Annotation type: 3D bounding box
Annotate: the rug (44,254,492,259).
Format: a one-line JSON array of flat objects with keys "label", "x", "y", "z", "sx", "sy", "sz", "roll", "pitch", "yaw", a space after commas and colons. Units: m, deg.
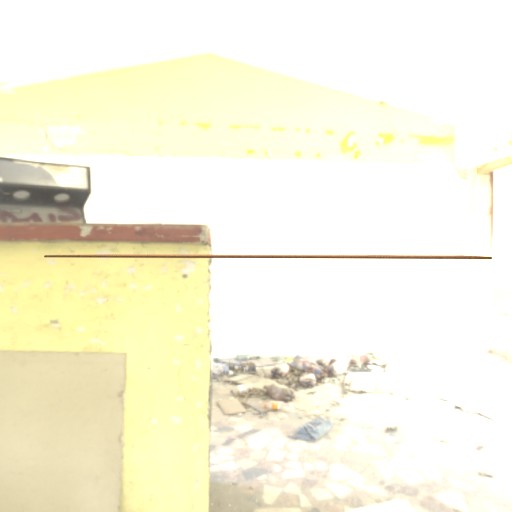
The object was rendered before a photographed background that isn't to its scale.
[{"label": "rug", "x": 0.000, "y": 0.000, "z": 2.701, "sx": 2.439, "sy": 0.017, "sz": 0.764, "roll": 0, "pitch": 1, "yaw": 15}]
